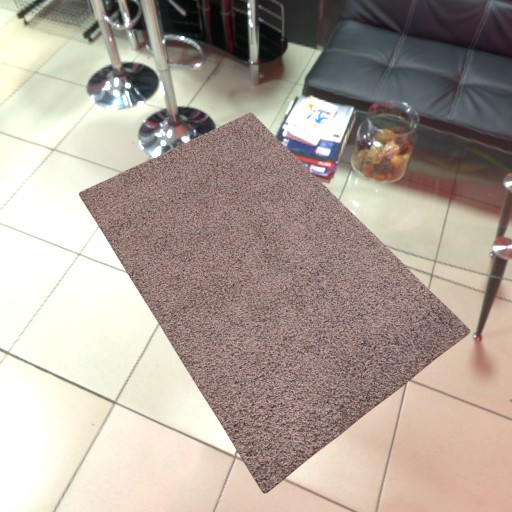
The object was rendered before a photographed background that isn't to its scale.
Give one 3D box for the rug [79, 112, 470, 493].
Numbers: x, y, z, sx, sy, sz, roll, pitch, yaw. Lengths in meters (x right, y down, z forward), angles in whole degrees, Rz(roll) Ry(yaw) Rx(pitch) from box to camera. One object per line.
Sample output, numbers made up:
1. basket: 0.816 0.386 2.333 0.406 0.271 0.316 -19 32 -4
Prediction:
1. rug: 0.000 0.000 3.431 1.778 0.030 2.743 -30 63 -17
